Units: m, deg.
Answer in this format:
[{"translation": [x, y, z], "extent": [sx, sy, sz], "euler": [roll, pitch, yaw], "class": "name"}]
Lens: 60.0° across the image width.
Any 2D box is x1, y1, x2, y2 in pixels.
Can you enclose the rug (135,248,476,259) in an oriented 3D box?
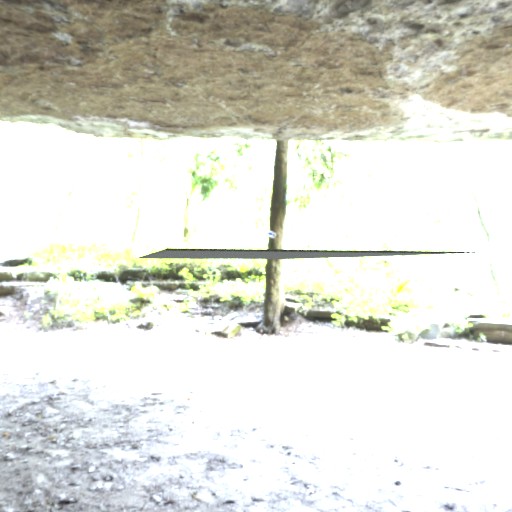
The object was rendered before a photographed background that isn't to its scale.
[{"translation": [0.000, 0.000, 3.158], "extent": [1.548, 0.013, 2.486], "euler": [0, -1, -18], "class": "rug"}]
